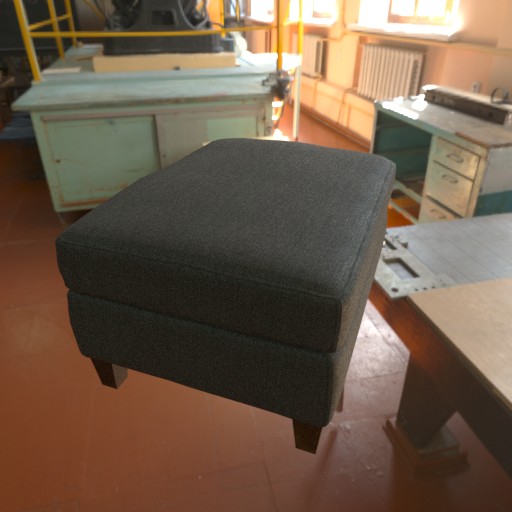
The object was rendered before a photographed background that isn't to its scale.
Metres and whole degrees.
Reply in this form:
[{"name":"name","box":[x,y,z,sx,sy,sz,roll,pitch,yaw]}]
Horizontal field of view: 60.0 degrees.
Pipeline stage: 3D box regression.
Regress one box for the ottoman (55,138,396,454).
[{"name":"ottoman","box":[0.000,0.000,1.231,0.639,0.496,0.826,11,32,18]}]
